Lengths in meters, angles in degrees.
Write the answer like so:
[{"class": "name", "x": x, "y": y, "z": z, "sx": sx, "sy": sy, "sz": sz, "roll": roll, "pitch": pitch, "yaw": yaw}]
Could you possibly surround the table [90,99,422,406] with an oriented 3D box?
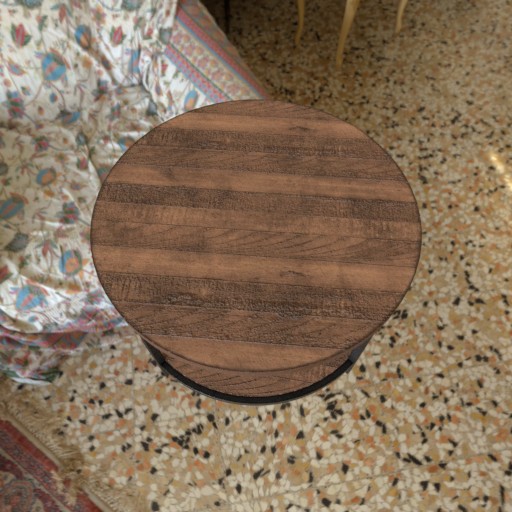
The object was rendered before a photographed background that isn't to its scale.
[{"class": "table", "x": 0.000, "y": 0.000, "z": 1.336, "sx": 0.837, "sy": 0.462, "sz": 0.837, "roll": 0, "pitch": 59, "yaw": 0}]
